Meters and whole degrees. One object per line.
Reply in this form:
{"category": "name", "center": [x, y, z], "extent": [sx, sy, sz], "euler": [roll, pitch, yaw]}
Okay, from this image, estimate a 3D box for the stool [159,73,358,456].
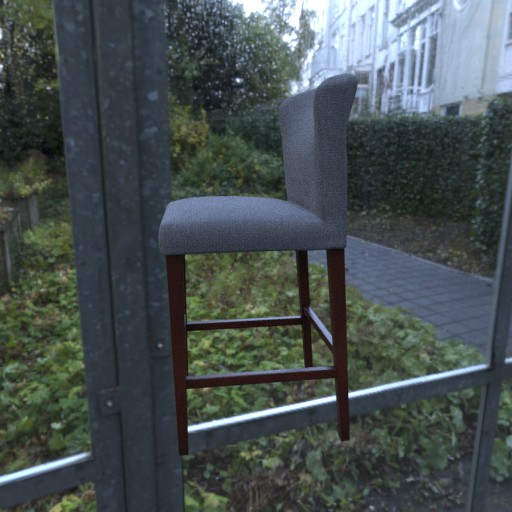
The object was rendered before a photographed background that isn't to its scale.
{"category": "stool", "center": [0.000, 0.000, 1.403], "extent": [0.568, 1.069, 0.486], "euler": [-2, 14, -8]}
